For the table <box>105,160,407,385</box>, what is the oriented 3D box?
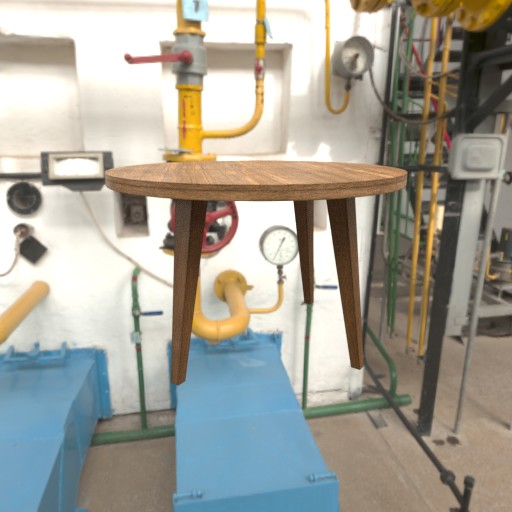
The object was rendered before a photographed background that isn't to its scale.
[{"bbox_3d":[0.000,0.000,1.971,1.213,0.764,1.213,0,15,0],"label":"table"}]
